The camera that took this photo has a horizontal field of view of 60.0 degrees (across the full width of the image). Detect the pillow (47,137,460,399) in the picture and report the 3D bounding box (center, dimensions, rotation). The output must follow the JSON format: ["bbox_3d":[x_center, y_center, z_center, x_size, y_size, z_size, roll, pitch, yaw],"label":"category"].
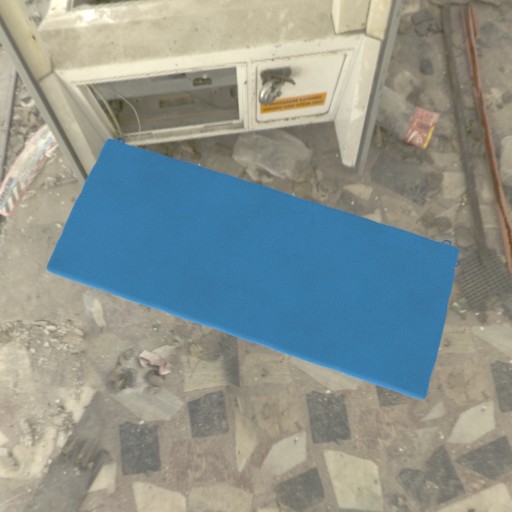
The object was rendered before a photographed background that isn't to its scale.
[{"bbox_3d":[0.000,0.000,1.334,1.187,0.081,0.492,18,76,5],"label":"pillow"}]
